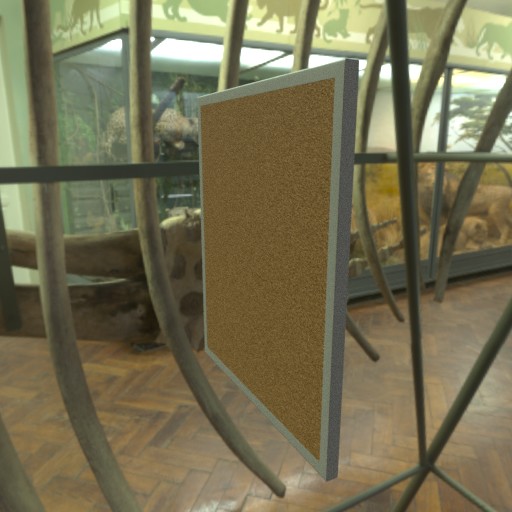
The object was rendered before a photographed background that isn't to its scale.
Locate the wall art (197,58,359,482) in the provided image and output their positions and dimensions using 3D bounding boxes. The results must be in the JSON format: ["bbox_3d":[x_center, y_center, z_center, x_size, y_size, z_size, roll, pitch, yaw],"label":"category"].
[{"bbox_3d":[0.000,0.000,0.734,0.020,0.536,0.444,-7,16,-27],"label":"wall art"}]
